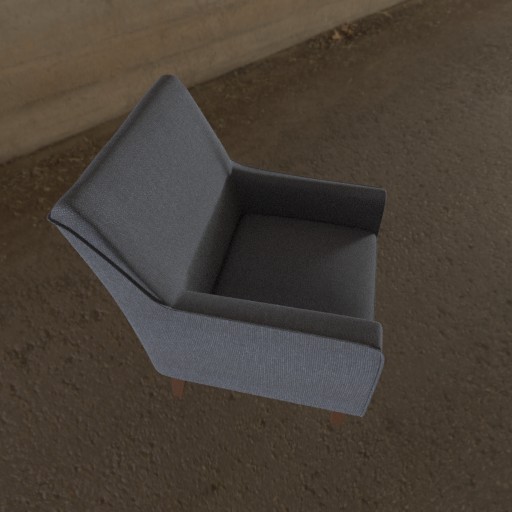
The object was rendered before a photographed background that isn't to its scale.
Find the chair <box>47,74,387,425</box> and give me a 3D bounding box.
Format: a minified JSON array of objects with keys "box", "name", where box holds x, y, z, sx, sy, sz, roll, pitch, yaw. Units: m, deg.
[{"box":[0.000,0.000,1.586,0.899,0.919,0.780,9,47,8],"name":"chair"}]
